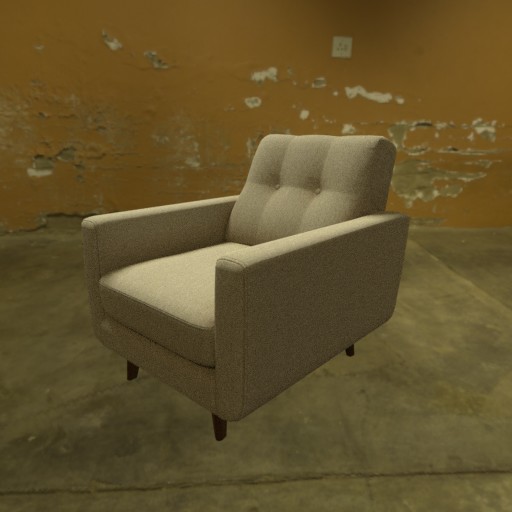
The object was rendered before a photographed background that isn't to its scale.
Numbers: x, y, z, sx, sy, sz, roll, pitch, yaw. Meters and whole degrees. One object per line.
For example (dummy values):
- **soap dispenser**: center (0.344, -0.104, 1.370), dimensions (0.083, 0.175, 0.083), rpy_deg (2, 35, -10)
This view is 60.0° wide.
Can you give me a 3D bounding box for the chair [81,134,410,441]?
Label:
- **chair**: center (0.000, 0.000, 1.848), dimensions (0.897, 0.965, 1.128), rpy_deg (14, 22, 41)
